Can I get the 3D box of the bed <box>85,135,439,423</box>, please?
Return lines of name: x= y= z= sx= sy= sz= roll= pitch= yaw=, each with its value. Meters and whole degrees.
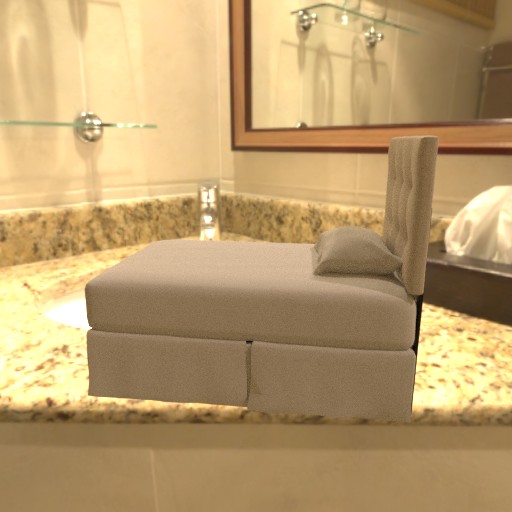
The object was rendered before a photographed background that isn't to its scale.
bed: x=0.000 y=0.000 z=3.014 sx=1.997 sy=1.571 sz=1.261 roll=2 pitch=15 yaw=8
